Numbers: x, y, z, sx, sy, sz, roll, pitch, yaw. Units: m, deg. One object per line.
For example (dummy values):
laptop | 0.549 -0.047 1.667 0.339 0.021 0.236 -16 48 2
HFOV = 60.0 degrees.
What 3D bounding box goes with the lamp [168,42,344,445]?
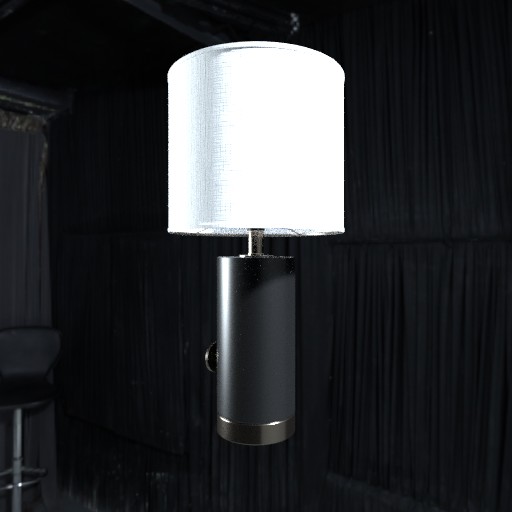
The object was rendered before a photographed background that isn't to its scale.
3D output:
lamp | 0.000 0.000 0.618 0.240 0.482 0.241 0 0 36
